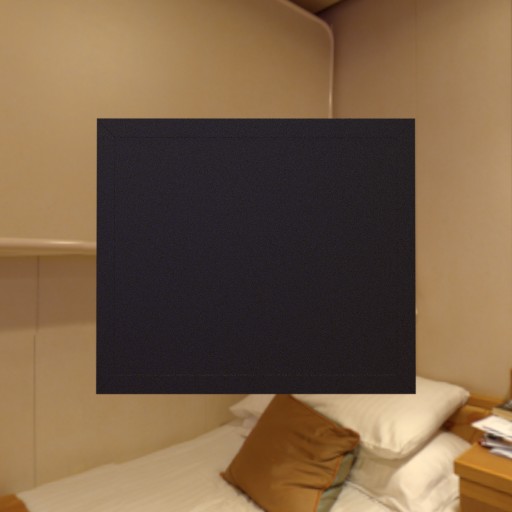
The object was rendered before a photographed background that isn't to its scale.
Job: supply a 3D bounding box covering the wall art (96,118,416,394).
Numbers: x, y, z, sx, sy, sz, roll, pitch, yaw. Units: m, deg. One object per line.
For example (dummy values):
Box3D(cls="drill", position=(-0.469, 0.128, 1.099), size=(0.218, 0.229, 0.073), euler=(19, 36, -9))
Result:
Box3D(cls="wall art", position=(0.000, 0.000, 0.544), size=(0.381, 0.330, 0.029), euler=(0, 0, 0))
